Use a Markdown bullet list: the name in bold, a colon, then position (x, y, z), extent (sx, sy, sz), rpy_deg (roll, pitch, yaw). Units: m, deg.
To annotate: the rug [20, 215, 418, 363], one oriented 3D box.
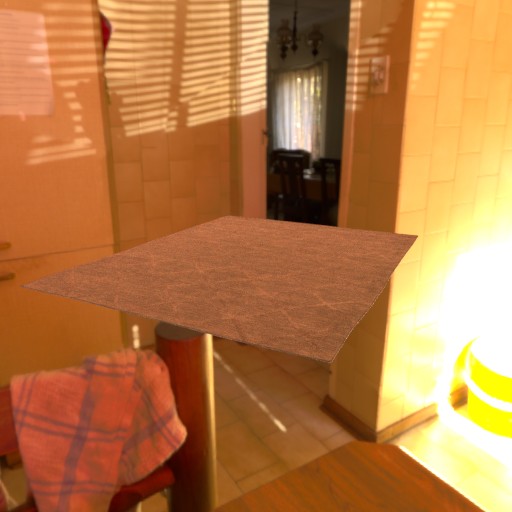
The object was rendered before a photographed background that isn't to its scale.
- **rug**: position (0.000, 0.000, 4.069), extent (2.438, 0.013, 3.048), rpy_deg (8, 18, 26)
